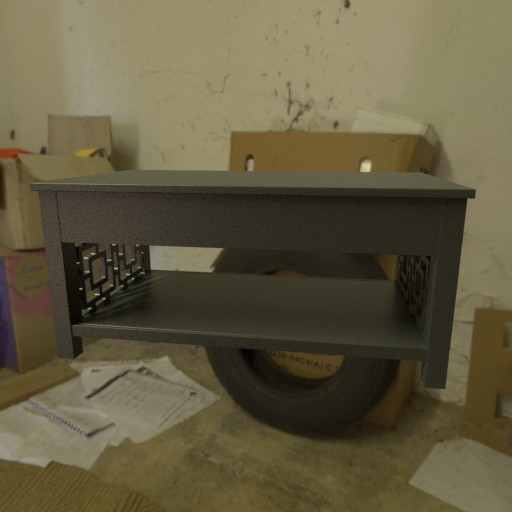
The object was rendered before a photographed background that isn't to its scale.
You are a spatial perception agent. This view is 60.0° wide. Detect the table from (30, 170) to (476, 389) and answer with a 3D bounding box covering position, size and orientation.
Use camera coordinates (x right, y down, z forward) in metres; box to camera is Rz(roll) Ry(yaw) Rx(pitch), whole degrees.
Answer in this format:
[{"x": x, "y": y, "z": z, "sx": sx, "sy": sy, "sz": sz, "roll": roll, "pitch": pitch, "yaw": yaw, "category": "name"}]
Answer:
[{"x": 0.000, "y": 0.000, "z": 1.399, "sx": 1.068, "sy": 0.493, "sz": 0.612, "roll": 2, "pitch": 14, "yaw": 9, "category": "table"}]
